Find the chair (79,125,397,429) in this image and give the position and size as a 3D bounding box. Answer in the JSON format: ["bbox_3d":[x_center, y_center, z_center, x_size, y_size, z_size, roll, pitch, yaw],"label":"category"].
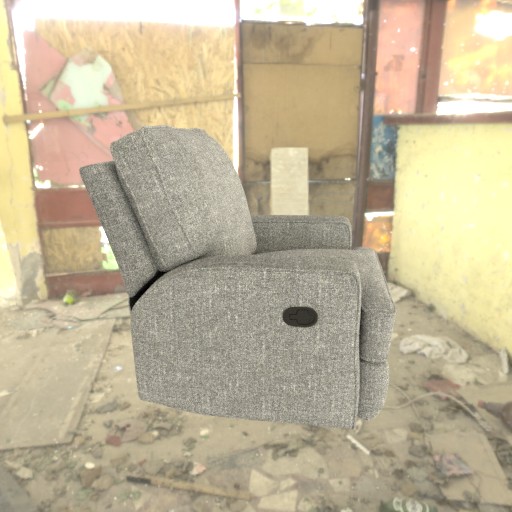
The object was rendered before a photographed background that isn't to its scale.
[{"bbox_3d":[0.000,0.000,1.701,0.964,0.962,0.861,3,16,9],"label":"chair"}]
